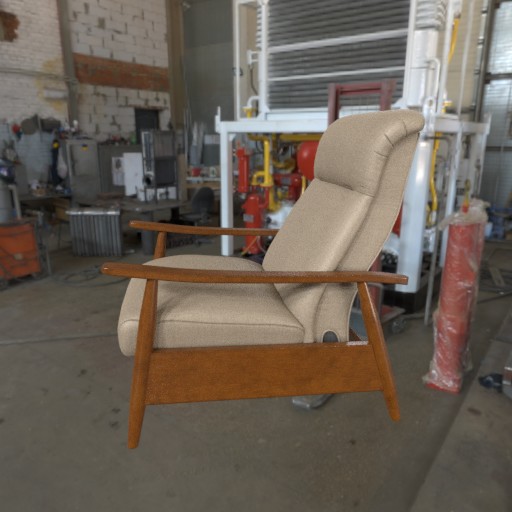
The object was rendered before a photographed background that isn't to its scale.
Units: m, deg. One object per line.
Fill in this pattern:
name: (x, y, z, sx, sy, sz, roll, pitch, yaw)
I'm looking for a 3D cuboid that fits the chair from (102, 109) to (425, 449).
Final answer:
chair: (0.000, 0.000, 1.743, 1.032, 1.082, 0.762, -2, 15, -9)
